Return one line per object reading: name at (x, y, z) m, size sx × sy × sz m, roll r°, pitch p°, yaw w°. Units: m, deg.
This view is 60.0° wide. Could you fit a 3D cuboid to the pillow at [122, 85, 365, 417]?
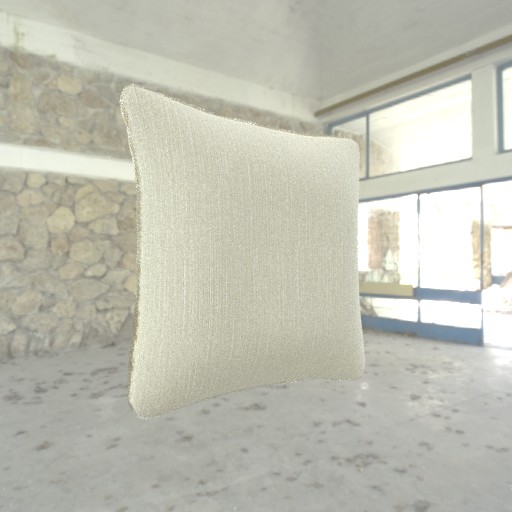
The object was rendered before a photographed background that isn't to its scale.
pillow at (0.000, 0.000, 0.839) m, size 0.538 × 0.525 × 0.216 m, roll 1°, pitch -2°, yaw -35°
